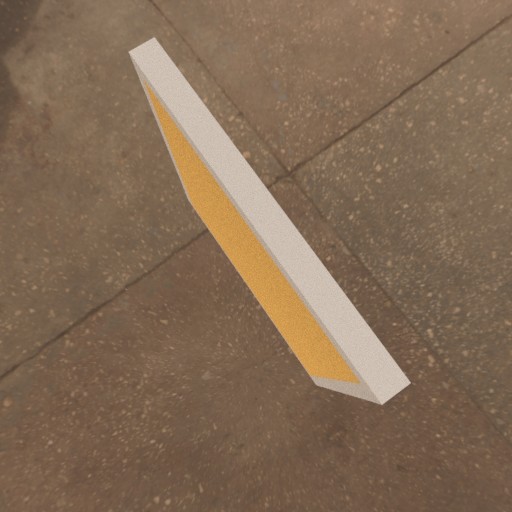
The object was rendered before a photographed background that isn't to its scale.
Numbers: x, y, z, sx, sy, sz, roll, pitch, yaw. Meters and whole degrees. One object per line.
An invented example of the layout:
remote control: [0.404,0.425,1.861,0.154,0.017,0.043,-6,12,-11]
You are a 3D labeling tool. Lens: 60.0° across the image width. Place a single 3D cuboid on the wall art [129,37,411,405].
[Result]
wall art: [0.000,0.000,1.907,0.098,1.291,1.289,-34,78,-8]
